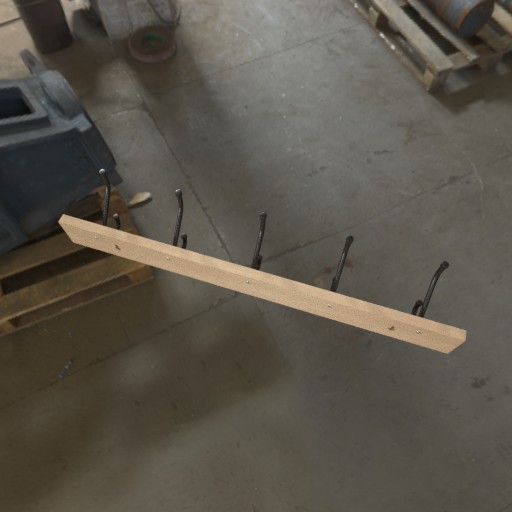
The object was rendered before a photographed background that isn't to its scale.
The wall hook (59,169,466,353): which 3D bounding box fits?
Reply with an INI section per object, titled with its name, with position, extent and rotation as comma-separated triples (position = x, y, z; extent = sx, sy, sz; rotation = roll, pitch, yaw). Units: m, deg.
[wall hook]
position = 0.000, 0.000, 0.611
extent = 0.571, 0.117, 0.071
rotation = 16, 63, 8
